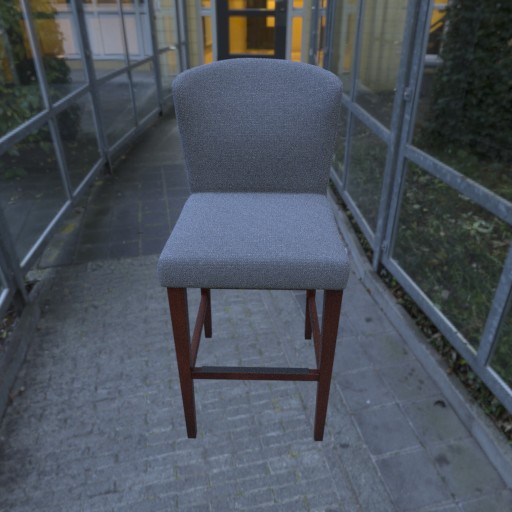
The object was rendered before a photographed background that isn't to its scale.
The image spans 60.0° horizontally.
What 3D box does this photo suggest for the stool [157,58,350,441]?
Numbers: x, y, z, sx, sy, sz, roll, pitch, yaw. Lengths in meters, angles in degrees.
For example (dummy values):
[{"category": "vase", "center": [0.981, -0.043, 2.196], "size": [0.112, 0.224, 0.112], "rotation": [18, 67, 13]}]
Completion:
[{"category": "stool", "center": [0.000, 0.000, 1.373], "size": [0.486, 1.069, 0.568], "rotation": [1, 30, 1]}]
